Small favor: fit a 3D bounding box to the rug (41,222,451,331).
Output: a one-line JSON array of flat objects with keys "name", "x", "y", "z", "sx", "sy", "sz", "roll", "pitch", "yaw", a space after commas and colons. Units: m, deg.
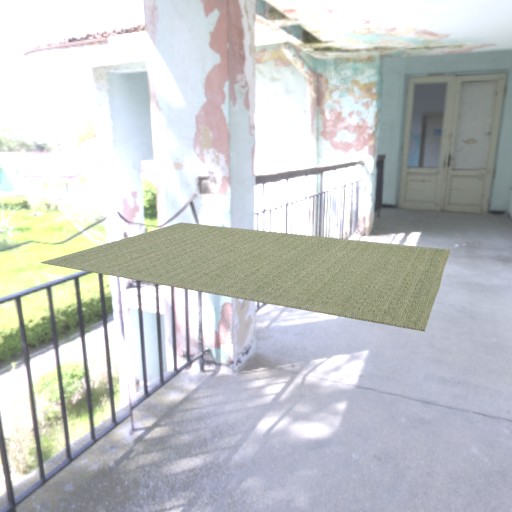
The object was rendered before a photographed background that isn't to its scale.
[{"name": "rug", "x": 0.000, "y": 0.000, "z": 2.242, "sx": 1.747, "sy": 0.006, "sz": 1.143, "roll": 7, "pitch": 17, "yaw": 26}]
